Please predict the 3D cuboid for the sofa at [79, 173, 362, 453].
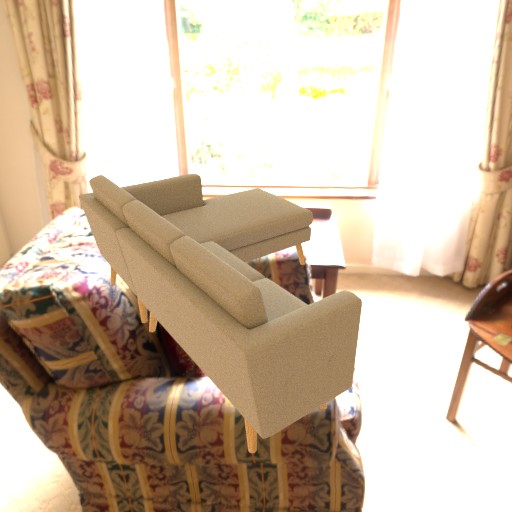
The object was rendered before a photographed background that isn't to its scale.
[{"bbox_3d":[0.000,0.000,2.791,1.530,0.860,2.040,-18,32,-31],"label":"sofa"}]
